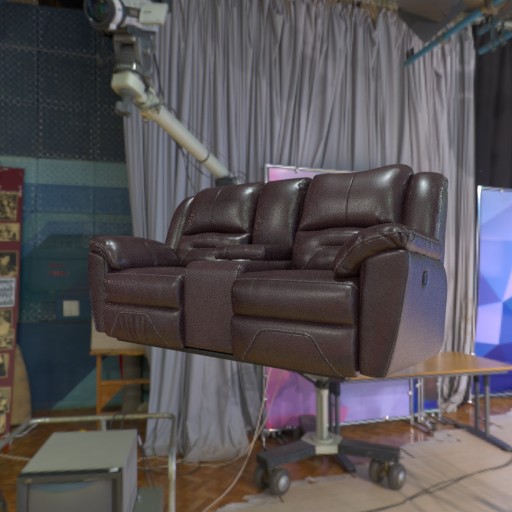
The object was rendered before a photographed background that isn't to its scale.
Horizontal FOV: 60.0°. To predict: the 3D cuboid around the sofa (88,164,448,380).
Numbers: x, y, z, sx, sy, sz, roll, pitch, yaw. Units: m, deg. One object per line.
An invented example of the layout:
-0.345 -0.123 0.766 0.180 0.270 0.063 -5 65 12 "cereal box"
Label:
0.000 0.000 2.626 2.058 1.043 0.991 0 0 35 "sofa"
